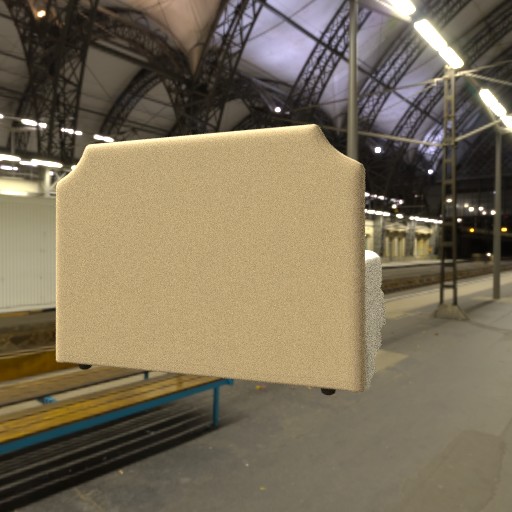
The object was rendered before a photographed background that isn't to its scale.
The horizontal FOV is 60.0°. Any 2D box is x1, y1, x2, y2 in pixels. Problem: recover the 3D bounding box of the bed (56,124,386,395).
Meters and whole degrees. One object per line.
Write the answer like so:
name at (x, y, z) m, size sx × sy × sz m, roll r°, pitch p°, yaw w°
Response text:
bed at (0.000, 0.000, 3.899) m, size 2.134 × 1.524 × 2.548 m, roll 0°, pitch 1°, yaw 18°
